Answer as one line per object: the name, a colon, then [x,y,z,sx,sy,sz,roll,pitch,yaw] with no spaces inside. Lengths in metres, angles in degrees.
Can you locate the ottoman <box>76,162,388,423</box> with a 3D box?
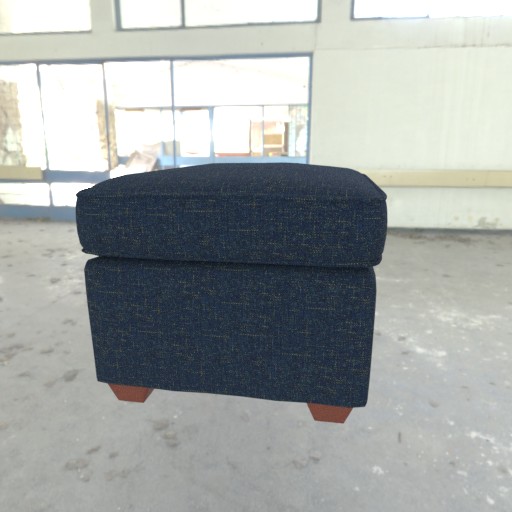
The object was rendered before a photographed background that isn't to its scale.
ottoman: [0.000,0.000,1.096,0.549,0.450,0.749,2,14,10]
